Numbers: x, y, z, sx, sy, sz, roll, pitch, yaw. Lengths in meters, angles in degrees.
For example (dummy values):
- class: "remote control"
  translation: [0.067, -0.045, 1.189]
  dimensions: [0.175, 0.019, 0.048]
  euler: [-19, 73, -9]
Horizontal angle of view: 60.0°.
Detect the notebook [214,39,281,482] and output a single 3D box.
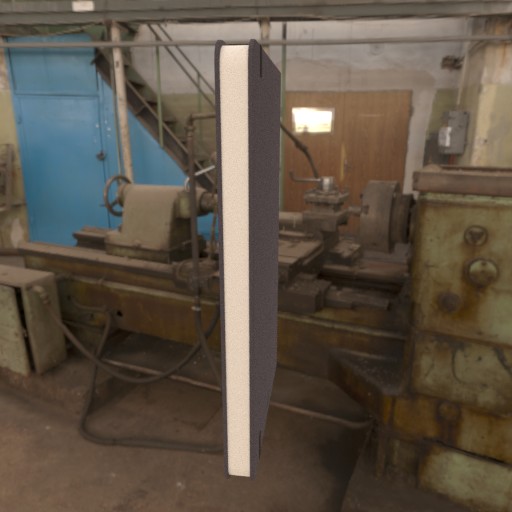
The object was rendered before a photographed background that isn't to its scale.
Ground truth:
- class: "notebook"
  translation: [0.000, 0.000, 0.259]
  dimensions: [0.016, 0.213, 0.127]
  euler: [2, 17, 8]
